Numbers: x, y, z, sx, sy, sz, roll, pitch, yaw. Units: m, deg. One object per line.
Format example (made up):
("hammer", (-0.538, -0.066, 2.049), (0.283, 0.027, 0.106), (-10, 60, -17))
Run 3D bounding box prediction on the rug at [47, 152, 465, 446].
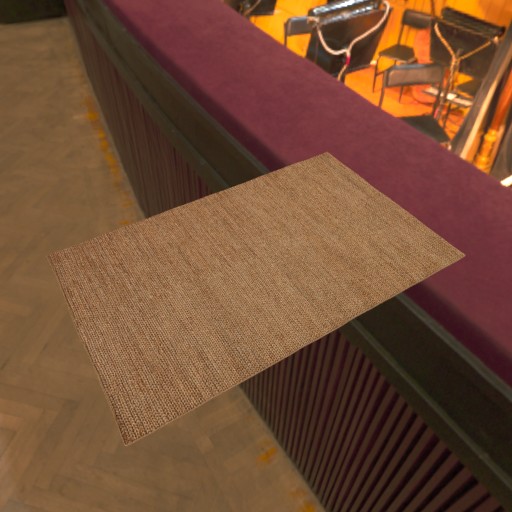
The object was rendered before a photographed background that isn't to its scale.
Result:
("rug", (0.000, 0.000, 3.033), (2.438, 0.034, 1.521), (-24, 50, -22))
